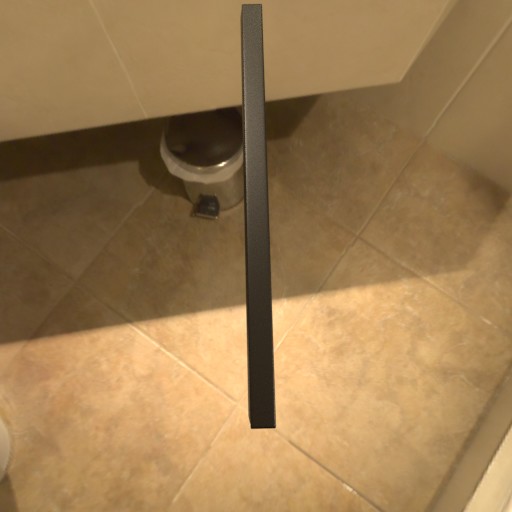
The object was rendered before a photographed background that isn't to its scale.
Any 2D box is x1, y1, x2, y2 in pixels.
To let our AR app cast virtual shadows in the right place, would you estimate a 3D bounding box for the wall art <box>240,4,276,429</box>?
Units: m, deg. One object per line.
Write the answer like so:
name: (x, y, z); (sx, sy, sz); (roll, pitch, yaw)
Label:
wall art: (0.000, 0.000, 1.524); (0.053, 1.194, 0.950); (-1, 77, 0)
